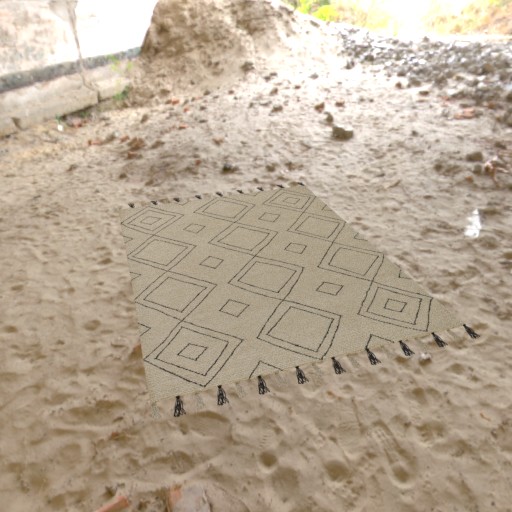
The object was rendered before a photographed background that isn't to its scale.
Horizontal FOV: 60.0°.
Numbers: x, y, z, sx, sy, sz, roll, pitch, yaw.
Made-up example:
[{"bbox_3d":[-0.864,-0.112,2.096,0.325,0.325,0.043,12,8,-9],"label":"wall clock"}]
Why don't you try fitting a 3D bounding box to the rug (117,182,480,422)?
[{"bbox_3d":[0.000,0.000,4.190,2.342,0.026,3.221,-10,32,-16],"label":"rug"}]
